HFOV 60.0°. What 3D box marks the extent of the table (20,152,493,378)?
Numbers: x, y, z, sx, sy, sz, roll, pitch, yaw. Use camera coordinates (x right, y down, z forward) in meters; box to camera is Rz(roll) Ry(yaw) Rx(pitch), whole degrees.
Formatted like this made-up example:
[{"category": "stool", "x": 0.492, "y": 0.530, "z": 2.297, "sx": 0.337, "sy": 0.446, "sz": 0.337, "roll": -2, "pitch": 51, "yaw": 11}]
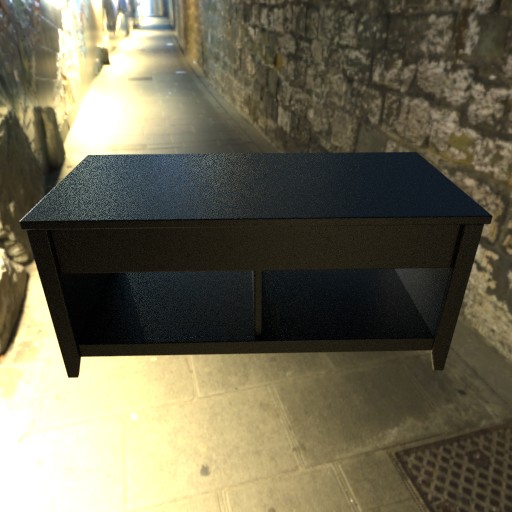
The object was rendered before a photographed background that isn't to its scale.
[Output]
[{"category": "table", "x": 0.000, "y": 0.000, "z": 1.271, "sx": 1.016, "sy": 0.457, "sz": 0.483, "roll": -1, "pitch": 30, "yaw": -1}]
